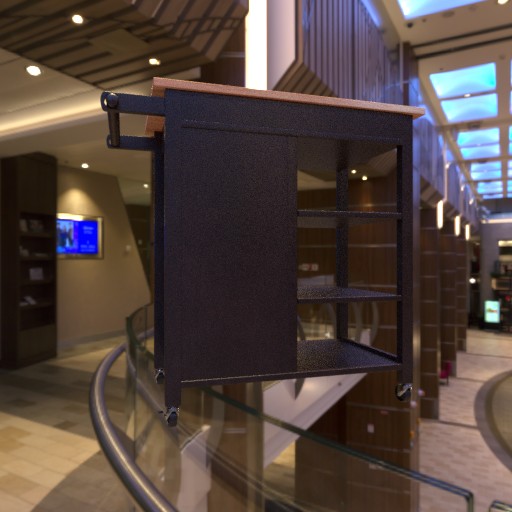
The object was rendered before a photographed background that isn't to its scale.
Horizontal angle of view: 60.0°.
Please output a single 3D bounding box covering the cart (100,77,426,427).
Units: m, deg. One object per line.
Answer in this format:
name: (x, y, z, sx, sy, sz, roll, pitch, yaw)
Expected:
cart: (0.000, 0.000, 1.408, 0.914, 0.878, 0.472, 0, 0, -17)
